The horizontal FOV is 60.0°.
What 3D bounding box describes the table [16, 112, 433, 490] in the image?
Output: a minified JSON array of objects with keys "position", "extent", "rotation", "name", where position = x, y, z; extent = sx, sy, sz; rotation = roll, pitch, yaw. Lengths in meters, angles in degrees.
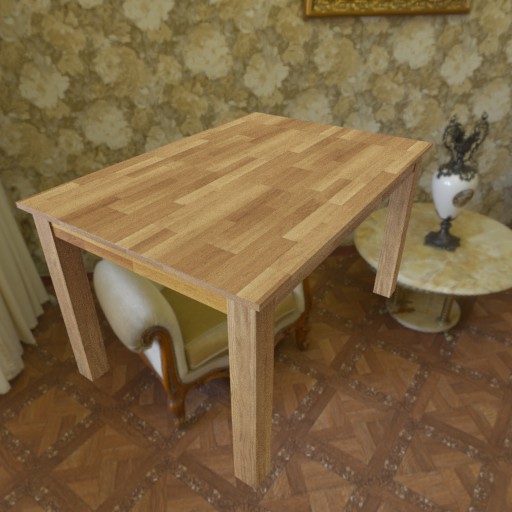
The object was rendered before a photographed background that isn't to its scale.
[{"position":[0.000,0.000,1.800],"extent":[0.900,0.750,1.300],"rotation":[20,37,28],"name":"table"}]
